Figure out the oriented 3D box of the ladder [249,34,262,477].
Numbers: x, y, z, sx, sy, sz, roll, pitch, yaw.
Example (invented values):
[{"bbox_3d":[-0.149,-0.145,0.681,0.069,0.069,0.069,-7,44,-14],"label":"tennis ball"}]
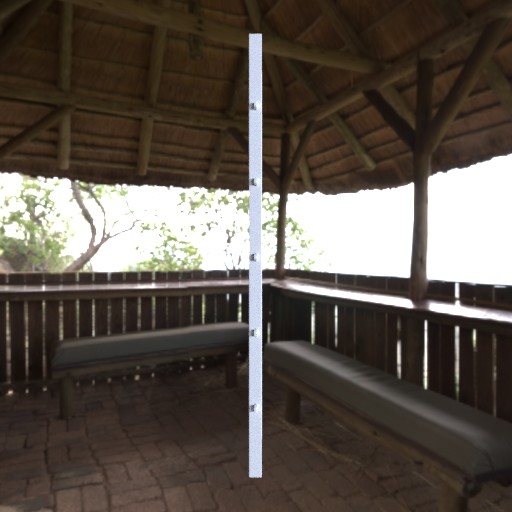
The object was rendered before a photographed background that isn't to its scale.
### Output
[{"bbox_3d":[0.000,0.000,1.996,0.051,1.797,0.452,0,0,1],"label":"ladder"}]
